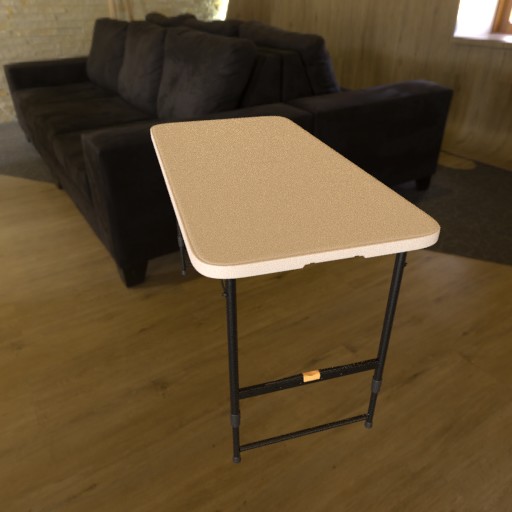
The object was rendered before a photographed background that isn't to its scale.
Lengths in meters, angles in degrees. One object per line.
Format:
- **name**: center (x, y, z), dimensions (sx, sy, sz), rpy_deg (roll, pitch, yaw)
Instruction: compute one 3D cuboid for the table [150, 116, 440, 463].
- **table**: center (0.000, 0.000, 1.668), dimensions (0.611, 0.737, 1.245), rpy_deg (-8, 32, -14)
